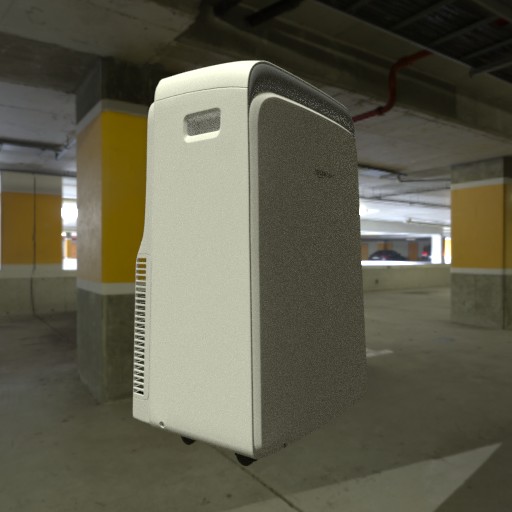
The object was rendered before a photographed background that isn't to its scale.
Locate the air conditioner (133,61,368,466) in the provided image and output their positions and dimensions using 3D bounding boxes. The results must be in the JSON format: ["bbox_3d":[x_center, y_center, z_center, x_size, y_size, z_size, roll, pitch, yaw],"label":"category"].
[{"bbox_3d":[0.000,0.000,0.948,0.365,0.700,0.454,0,0,37],"label":"air conditioner"}]
